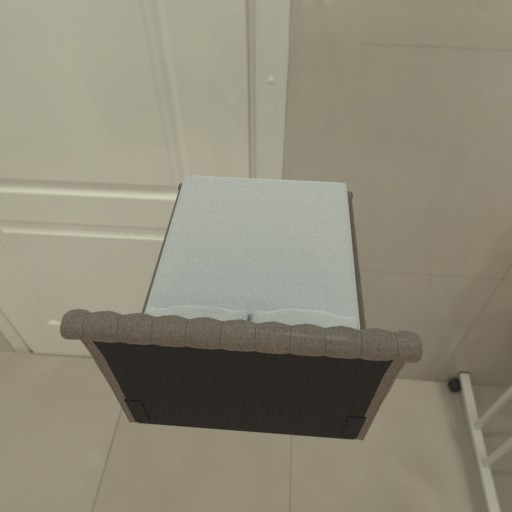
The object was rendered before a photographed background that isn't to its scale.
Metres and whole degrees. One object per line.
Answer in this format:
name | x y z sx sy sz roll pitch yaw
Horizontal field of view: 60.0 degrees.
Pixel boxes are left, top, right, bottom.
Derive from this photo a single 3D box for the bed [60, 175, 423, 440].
bed | 0.000 0.000 3.219 1.645 1.371 2.252 3 48 3
